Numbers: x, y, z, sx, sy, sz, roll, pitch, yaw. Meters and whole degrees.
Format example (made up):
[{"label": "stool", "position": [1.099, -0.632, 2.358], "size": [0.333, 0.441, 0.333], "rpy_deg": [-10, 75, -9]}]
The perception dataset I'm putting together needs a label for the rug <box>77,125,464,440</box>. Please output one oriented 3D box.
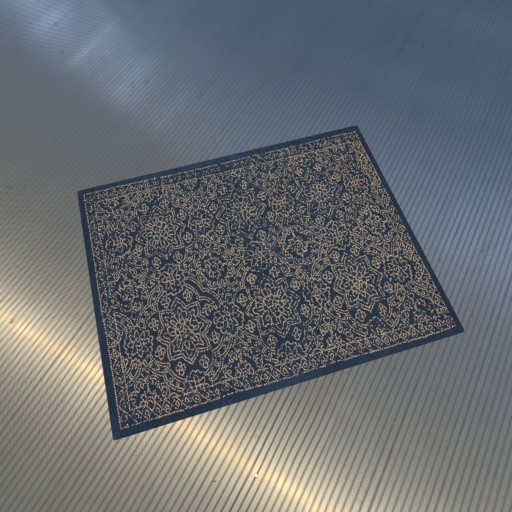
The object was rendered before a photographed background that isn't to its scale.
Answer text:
[{"label": "rug", "position": [0.000, 0.000, 4.157], "size": [3.048, 0.010, 2.438], "rpy_deg": [-15, 65, -7]}]
